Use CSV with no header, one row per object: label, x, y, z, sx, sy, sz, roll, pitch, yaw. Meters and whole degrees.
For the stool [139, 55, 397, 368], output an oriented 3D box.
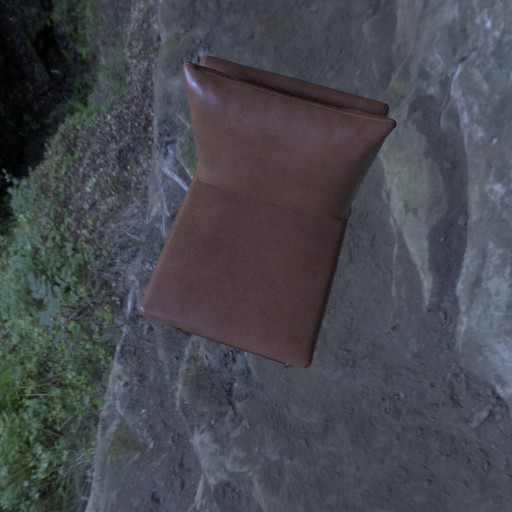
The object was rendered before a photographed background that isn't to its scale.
stool,0.000,0.000,1.362,0.463,1.124,0.571,17,76,5
